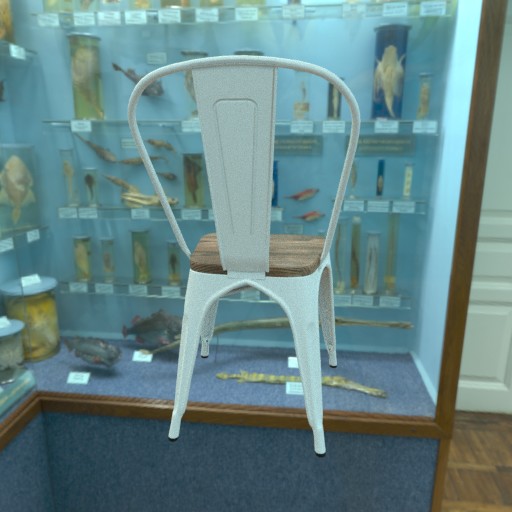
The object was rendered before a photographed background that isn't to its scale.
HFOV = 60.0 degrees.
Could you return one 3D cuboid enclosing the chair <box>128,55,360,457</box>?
[{"bbox_3d":[0.000,0.000,1.119,0.452,0.851,0.521,2,15,8],"label":"chair"}]
